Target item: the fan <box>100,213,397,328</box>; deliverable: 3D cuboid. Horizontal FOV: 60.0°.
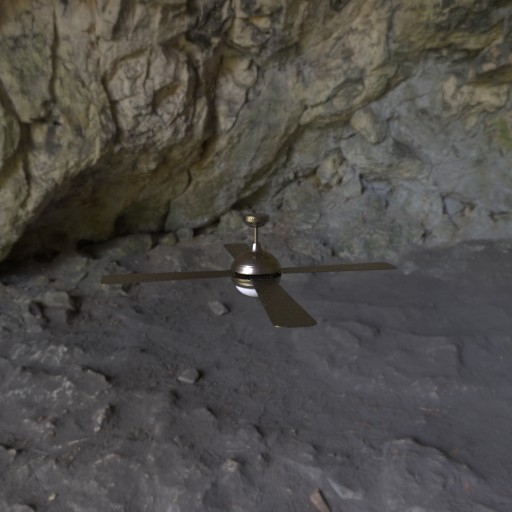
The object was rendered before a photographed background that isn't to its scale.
[{"bbox_3d":[0.000,0.000,2.056,1.321,0.381,1.321,2,13,9],"label":"fan"}]
